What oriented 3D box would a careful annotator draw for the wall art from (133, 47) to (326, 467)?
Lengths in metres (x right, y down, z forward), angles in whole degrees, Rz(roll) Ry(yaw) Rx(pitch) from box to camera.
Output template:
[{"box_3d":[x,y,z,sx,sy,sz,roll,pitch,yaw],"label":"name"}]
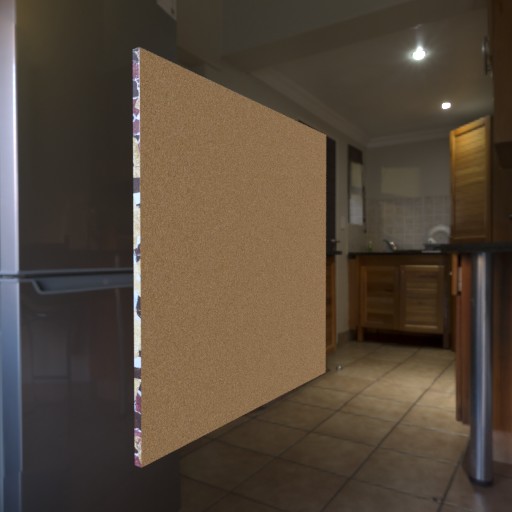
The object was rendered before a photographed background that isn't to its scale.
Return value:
[{"box_3d":[0.000,0.000,0.596,0.010,0.406,0.404,1,1,35],"label":"wall art"}]
